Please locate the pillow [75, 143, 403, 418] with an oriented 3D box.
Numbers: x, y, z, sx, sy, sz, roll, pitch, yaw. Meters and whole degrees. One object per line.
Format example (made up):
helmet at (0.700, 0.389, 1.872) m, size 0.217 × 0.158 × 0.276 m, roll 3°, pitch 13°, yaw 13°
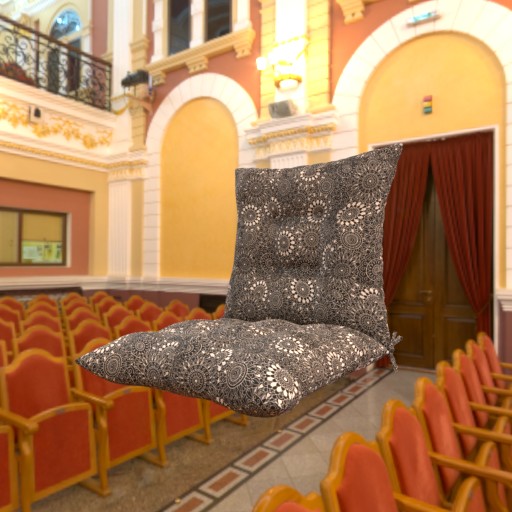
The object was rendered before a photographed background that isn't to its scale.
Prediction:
pillow at (0.000, 0.000, 0.994) m, size 0.541 × 0.536 × 0.585 m, roll 0°, pitch 0°, yaw 36°
